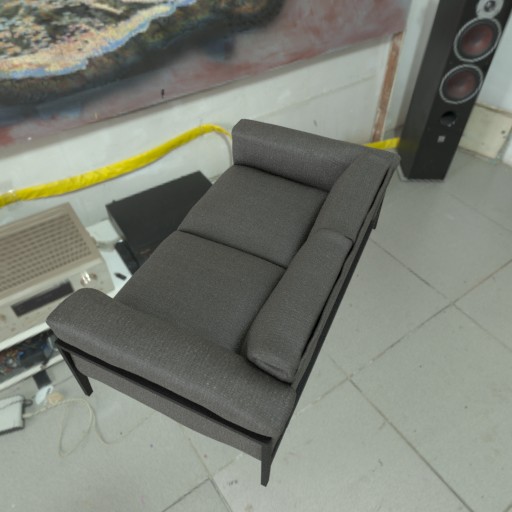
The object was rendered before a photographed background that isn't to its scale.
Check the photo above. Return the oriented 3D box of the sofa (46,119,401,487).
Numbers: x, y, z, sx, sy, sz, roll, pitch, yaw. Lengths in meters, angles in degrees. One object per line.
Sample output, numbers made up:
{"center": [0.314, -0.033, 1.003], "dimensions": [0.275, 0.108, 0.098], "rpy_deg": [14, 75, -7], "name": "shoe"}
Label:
{"center": [0.000, 0.000, 2.163], "dimensions": [0.960, 0.656, 1.690], "rpy_deg": [19, 49, 17], "name": "sofa"}
